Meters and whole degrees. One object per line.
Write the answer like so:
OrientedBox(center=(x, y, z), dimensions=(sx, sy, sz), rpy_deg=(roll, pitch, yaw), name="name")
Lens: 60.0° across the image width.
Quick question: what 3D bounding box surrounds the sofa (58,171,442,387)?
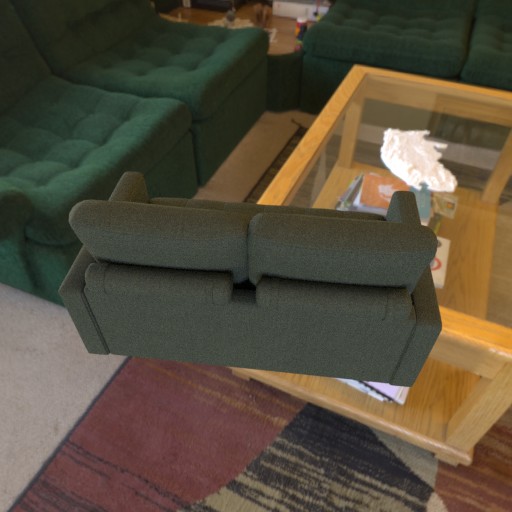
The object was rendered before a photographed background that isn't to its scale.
OrientedBox(center=(0.000, 0.000, 1.940), dimensions=(1.407, 0.907, 0.842), rpy_deg=(5, 46, 5), name="sofa")
